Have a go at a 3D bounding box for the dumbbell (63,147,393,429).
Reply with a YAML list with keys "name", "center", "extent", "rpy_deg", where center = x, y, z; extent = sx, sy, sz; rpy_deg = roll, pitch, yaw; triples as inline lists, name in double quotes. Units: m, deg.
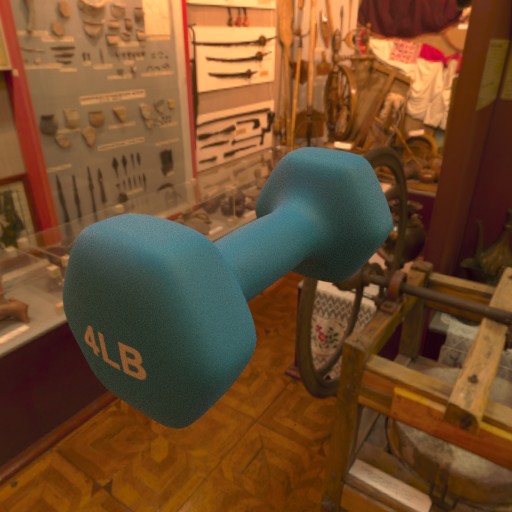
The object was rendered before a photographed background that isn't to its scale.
- name: "dumbbell"
  center: [0.000, 0.000, 0.188]
  extent: [0.074, 0.066, 0.152]
  rpy_deg: [18, 32, 32]
